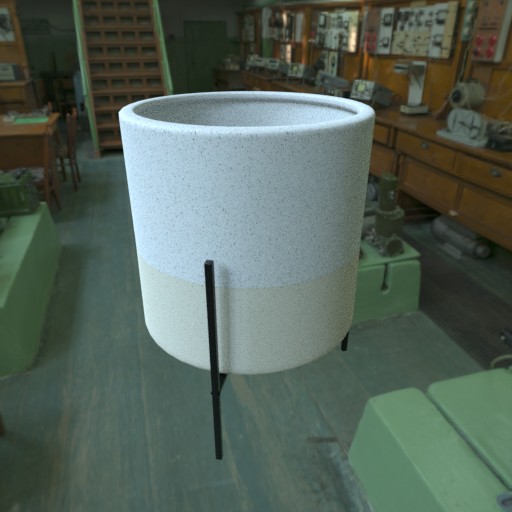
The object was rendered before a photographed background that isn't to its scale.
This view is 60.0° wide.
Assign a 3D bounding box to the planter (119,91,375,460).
[{"bbox_3d":[0.000,0.000,0.648,0.335,0.423,0.313,-8,28,-16],"label":"planter"}]
